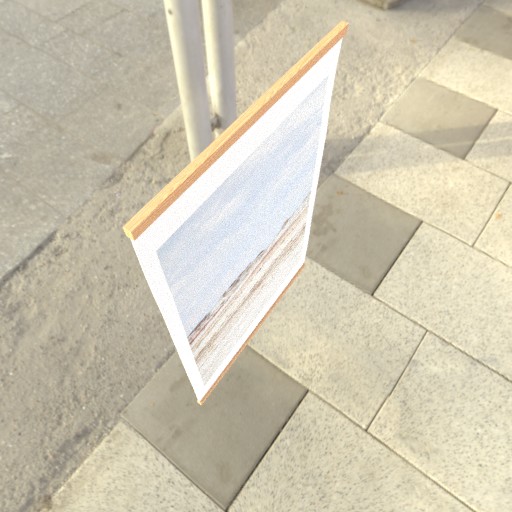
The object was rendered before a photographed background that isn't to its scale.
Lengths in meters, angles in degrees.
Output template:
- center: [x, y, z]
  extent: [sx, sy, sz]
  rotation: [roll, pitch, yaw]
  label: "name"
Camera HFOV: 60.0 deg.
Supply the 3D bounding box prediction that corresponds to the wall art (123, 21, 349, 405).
- center: [0.000, 0.000, 1.855]
  extent: [0.025, 1.521, 1.011]
  rotation: [30, 62, 18]
  label: "wall art"
